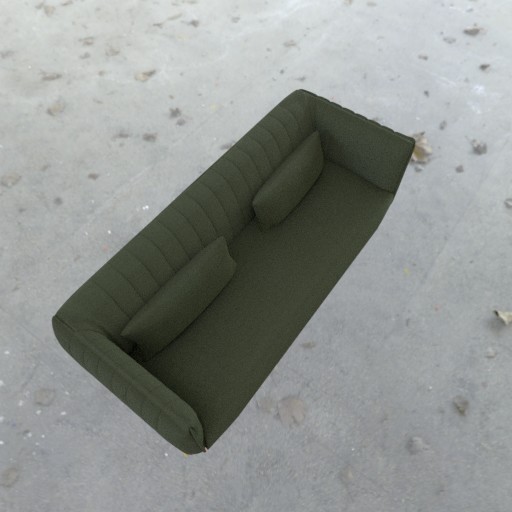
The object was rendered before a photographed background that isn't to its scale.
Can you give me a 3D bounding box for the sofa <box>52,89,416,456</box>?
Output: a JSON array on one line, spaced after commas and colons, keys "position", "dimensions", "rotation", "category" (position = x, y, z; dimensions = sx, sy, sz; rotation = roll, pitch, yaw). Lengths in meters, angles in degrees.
[{"position": [0.000, 0.000, 2.618], "dimensions": [0.896, 0.793, 2.137], "rotation": [32, 64, 18], "category": "sofa"}]
